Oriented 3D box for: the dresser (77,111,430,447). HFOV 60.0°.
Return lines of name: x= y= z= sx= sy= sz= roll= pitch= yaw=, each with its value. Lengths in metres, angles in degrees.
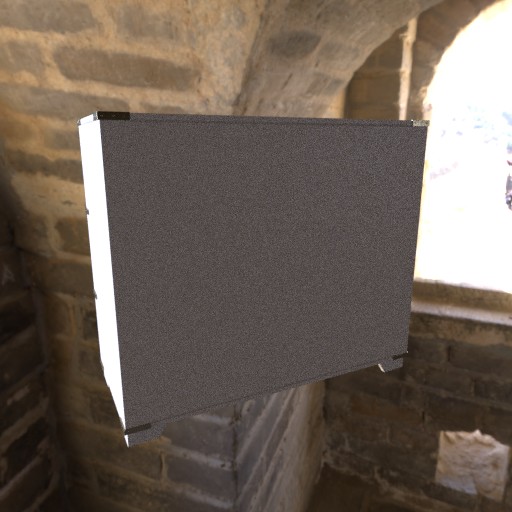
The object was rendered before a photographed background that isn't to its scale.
dresser: x=0.000 y=0.000 z=1.517 sx=1.022 sy=0.891 sz=0.460 roll=-7 pitch=16 yaw=-26
